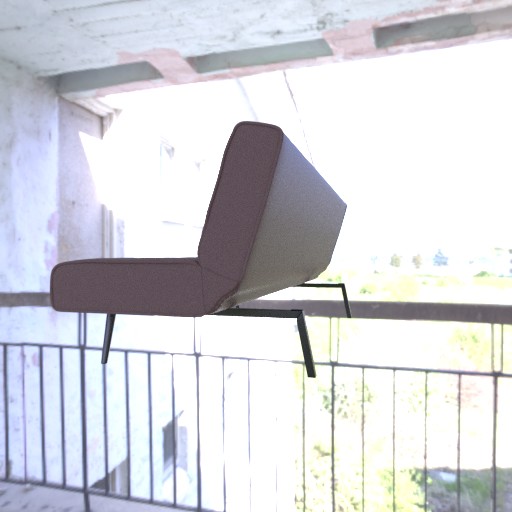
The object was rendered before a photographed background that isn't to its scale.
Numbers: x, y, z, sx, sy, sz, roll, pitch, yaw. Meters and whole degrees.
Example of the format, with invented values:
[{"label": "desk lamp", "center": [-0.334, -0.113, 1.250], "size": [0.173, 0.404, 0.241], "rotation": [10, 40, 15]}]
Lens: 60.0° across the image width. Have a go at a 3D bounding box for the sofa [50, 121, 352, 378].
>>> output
[{"label": "sofa", "center": [0.000, 0.000, 1.999], "size": [0.747, 0.699, 1.703], "rotation": [0, 0, 17]}]
